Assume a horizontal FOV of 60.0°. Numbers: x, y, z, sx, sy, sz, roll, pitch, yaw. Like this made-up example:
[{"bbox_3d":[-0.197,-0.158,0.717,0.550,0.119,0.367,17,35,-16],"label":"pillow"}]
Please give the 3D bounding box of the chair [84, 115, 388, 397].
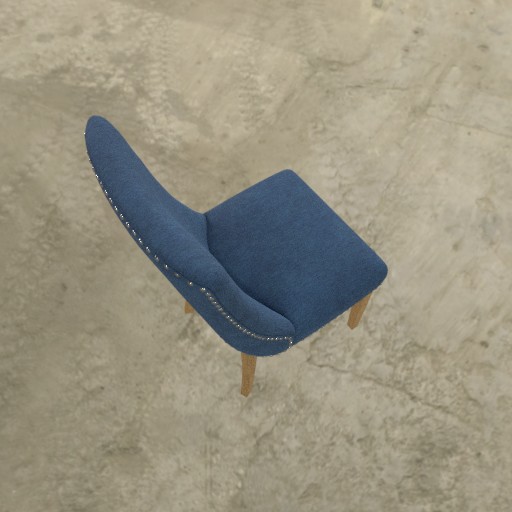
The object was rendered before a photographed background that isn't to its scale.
[{"bbox_3d":[0.000,0.000,1.239,0.610,0.902,0.495,-30,62,-18],"label":"chair"}]
